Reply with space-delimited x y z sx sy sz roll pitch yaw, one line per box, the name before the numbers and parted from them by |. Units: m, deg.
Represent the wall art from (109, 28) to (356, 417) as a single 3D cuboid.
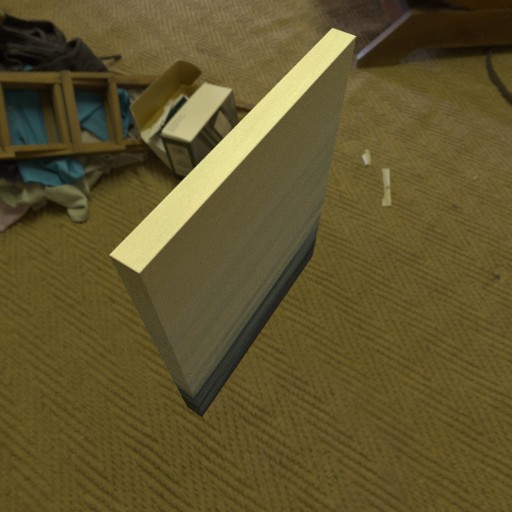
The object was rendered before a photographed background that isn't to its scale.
wall art | 0.000 0.000 0.812 0.040 0.608 0.489 29 62 17
